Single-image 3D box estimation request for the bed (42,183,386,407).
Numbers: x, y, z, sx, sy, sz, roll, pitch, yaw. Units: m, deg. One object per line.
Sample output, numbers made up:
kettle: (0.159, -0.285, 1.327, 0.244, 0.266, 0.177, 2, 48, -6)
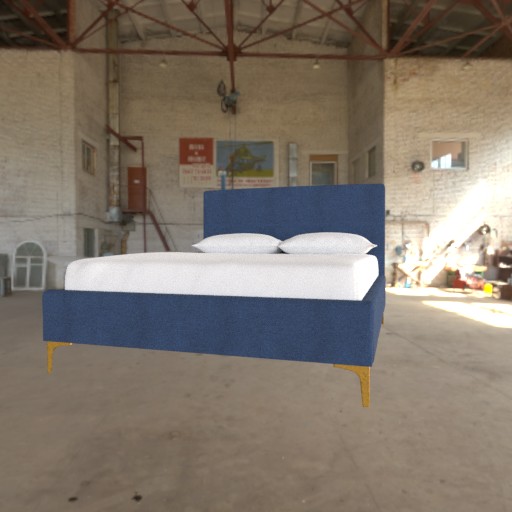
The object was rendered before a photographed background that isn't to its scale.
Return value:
bed: (0.000, 0.000, 3.133, 1.723, 1.231, 2.172, 0, 1, 18)
